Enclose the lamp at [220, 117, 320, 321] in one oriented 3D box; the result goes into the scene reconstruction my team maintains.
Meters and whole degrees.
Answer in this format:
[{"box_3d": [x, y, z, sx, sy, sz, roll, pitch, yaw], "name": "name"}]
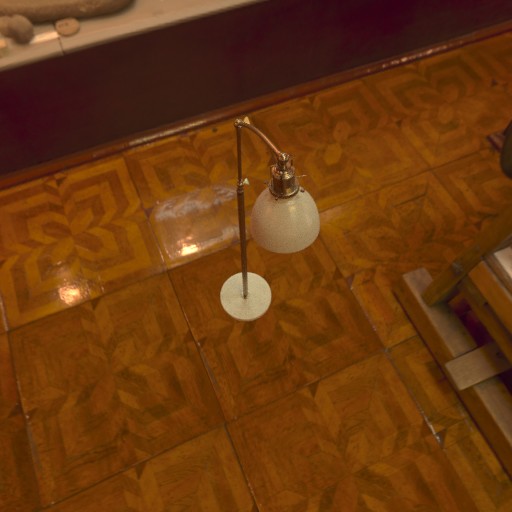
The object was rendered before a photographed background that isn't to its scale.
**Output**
[{"box_3d": [0.000, 0.000, 1.758, 0.288, 1.586, 0.599, -20, 64, -10], "name": "lamp"}]
